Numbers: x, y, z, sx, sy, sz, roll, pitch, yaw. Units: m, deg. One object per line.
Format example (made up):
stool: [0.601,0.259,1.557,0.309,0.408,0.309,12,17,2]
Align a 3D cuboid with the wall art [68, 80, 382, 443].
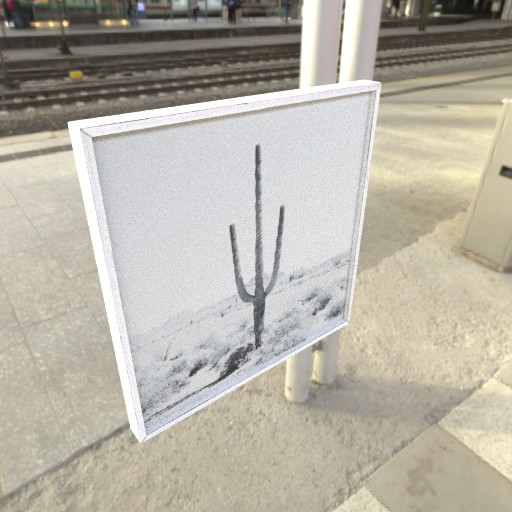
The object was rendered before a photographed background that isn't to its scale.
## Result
wall art: [0.000,0.000,0.746,0.508,0.508,0.038,-21,36,-33]
